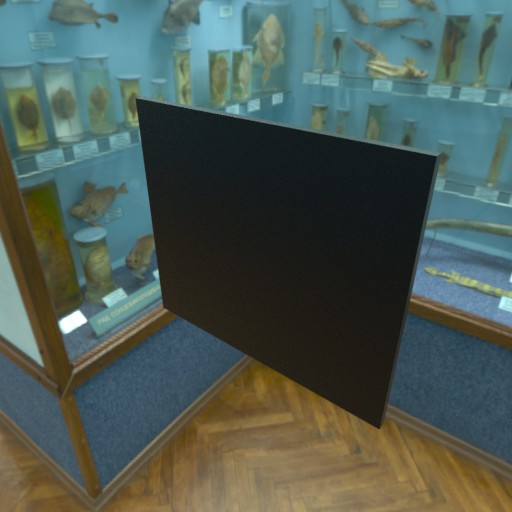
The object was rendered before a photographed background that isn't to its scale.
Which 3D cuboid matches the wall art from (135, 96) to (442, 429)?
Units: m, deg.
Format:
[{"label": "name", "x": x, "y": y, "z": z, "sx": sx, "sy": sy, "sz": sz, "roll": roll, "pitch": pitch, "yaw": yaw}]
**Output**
[{"label": "wall art", "x": 0.000, "y": 0.000, "z": 0.547, "sx": 0.383, "sy": 0.332, "sz": 0.012, "roll": 22, "pitch": 37, "yaw": 33}]
